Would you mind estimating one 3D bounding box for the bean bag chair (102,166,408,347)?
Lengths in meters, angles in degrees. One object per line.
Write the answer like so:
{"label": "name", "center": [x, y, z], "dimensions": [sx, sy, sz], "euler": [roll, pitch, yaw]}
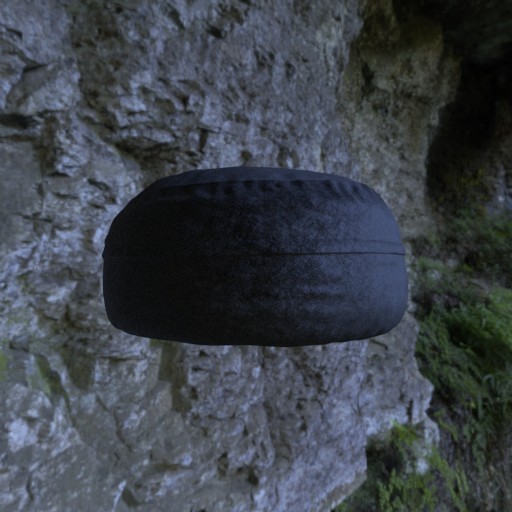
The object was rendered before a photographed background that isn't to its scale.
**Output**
{"label": "bean bag chair", "center": [0.000, 0.000, 2.347], "dimensions": [1.525, 0.751, 1.525], "euler": [0, -1, 0]}
